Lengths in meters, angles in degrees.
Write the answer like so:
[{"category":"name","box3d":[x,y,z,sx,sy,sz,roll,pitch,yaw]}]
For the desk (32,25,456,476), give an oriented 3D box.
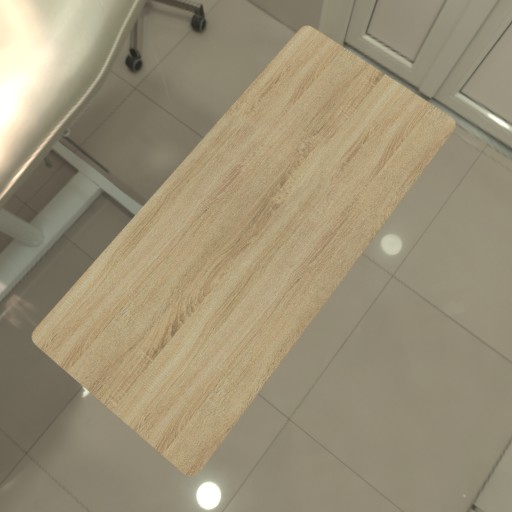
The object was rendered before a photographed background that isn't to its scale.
[{"category":"desk","box3d":[0.000,0.000,1.572,0.550,0.760,1.200,37,79,8]}]
